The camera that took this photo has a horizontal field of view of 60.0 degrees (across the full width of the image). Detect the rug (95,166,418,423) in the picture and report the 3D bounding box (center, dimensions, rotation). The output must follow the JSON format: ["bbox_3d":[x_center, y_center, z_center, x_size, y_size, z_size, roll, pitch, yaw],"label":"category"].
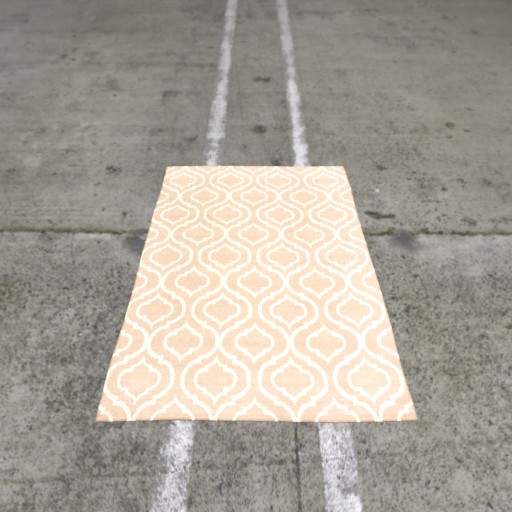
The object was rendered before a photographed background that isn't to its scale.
[{"bbox_3d":[0.000,0.000,2.214,1.152,0.013,1.761,0,42,0],"label":"rug"}]
